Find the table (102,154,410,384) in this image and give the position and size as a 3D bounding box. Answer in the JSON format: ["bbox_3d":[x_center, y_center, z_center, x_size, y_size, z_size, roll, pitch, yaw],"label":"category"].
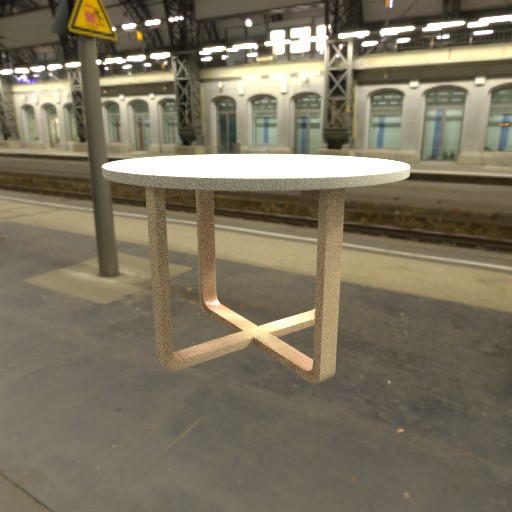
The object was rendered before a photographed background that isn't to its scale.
[{"bbox_3d":[0.000,0.000,0.964,0.600,0.400,0.600,0,16,0],"label":"table"}]
